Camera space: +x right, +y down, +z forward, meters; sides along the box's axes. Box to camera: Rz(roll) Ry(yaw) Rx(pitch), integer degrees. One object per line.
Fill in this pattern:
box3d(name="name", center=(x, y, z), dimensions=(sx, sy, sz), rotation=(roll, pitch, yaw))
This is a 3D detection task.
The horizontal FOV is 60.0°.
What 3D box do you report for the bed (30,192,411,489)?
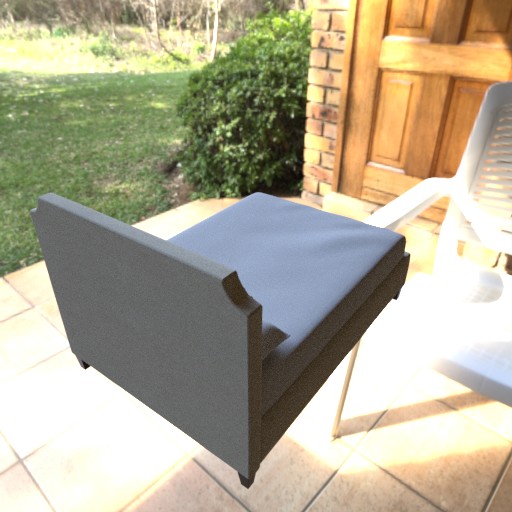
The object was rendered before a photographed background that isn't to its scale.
box3d(name="bed", center=(0.000, 0.000, 3.415), dimensions=(1.713, 1.457, 2.381), rotation=(21, 37, 31))
